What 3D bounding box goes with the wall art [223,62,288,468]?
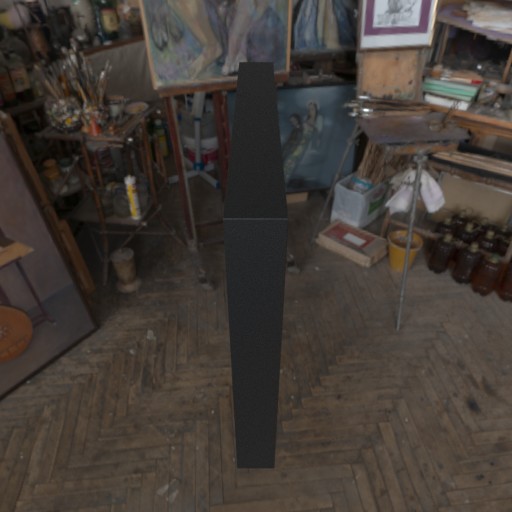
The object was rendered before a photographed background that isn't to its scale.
[{"bbox_3d":[0.000,0.000,0.467,0.038,0.304,0.304,0,39,0],"label":"wall art"}]
